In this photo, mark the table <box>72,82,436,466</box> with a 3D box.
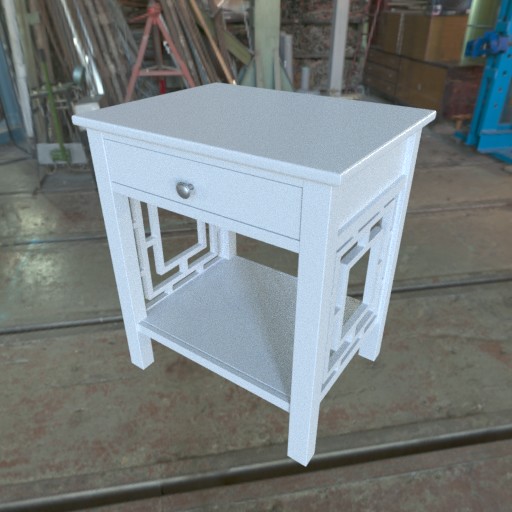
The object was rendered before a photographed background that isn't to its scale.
[{"bbox_3d":[0.000,0.000,1.027,0.564,0.646,0.451,20,36,29],"label":"table"}]
